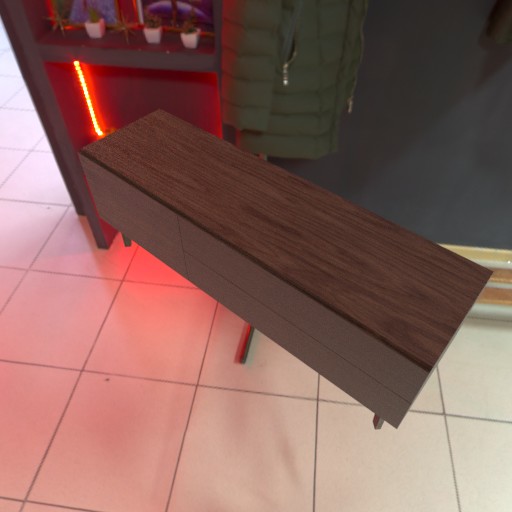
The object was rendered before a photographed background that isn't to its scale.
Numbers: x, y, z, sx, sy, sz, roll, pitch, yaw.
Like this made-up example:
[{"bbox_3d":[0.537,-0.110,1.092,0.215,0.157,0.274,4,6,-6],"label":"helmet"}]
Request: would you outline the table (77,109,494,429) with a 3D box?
[{"bbox_3d":[0.000,0.000,1.624,1.397,0.508,0.405,32,54,26],"label":"table"}]
